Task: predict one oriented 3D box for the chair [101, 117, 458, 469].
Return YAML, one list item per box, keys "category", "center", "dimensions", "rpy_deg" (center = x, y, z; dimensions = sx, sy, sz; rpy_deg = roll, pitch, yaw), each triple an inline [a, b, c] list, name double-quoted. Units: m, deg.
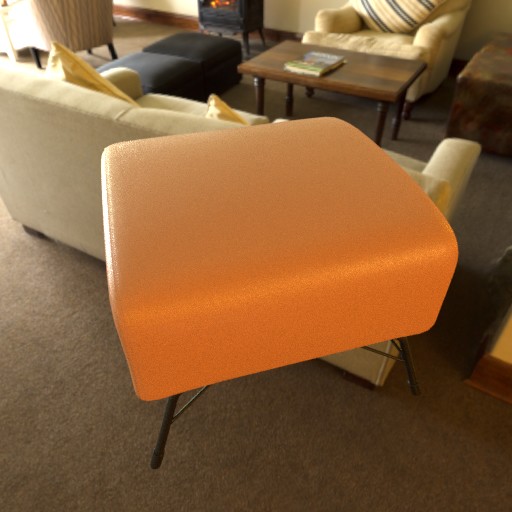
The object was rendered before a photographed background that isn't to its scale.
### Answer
- category: "chair"
  center: [0.000, 0.000, 0.878]
  dimensions: [0.530, 0.410, 0.530]
  rpy_deg: [-11, 42, -12]
